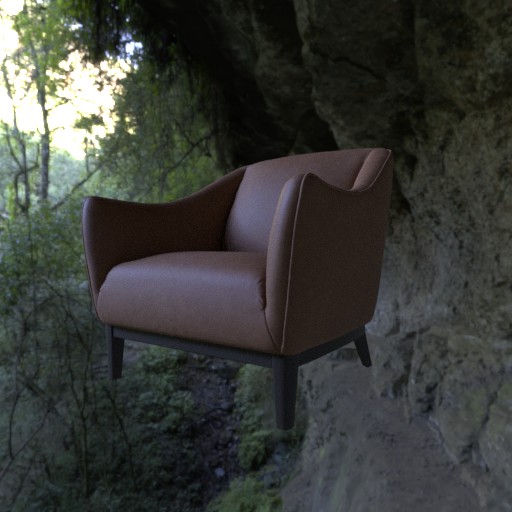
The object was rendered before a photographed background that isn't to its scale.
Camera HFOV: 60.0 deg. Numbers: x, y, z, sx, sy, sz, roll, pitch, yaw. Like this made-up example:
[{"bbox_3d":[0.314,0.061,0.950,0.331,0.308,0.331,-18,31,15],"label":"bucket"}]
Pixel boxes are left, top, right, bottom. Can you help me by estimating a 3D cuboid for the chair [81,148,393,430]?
[{"bbox_3d":[0.000,0.000,1.564,0.871,0.830,0.852,1,2,36],"label":"chair"}]
